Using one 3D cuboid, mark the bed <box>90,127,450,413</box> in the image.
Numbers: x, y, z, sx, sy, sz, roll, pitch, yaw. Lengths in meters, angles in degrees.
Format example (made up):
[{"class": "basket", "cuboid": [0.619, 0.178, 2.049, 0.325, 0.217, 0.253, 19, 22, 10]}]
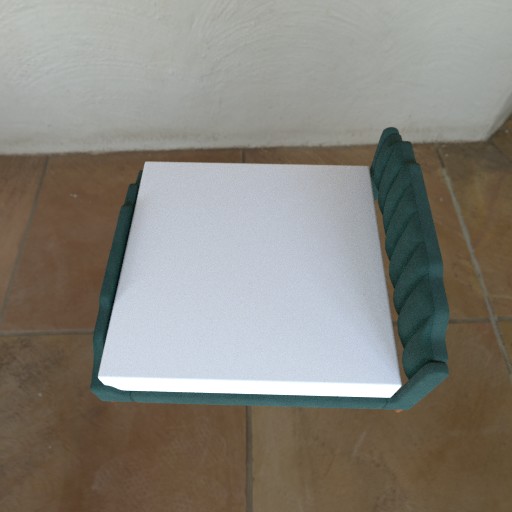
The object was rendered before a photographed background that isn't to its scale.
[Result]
[{"class": "bed", "cuboid": [0.000, 0.000, 3.478, 2.340, 1.245, 2.074, 1, 58, 1]}]
